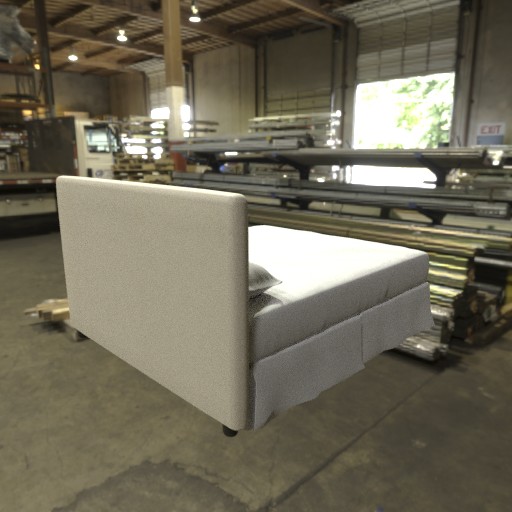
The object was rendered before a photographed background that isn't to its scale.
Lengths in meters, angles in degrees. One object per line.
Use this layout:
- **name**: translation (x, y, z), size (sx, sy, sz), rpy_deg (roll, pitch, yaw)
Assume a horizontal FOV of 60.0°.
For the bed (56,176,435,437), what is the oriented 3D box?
- **bed**: translation (0.000, 0.000, 3.629), size (2.119, 1.317, 2.341), rpy_deg (13, 19, 43)
